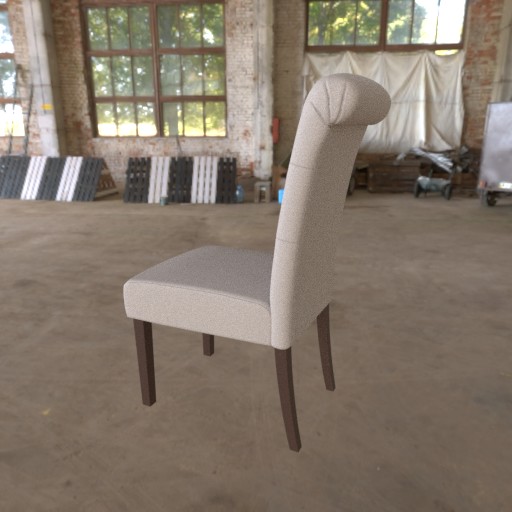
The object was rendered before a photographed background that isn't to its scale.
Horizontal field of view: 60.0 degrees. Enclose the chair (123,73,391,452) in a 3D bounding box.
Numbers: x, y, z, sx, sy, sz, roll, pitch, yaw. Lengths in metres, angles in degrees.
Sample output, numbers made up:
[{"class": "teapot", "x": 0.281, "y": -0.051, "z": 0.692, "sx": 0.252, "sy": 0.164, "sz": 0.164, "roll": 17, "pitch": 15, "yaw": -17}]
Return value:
[{"class": "chair", "x": 0.000, "y": 0.000, "z": 1.363, "sx": 0.671, "sy": 1.006, "sz": 0.456, "roll": 8, "pitch": 18, "yaw": 25}]
